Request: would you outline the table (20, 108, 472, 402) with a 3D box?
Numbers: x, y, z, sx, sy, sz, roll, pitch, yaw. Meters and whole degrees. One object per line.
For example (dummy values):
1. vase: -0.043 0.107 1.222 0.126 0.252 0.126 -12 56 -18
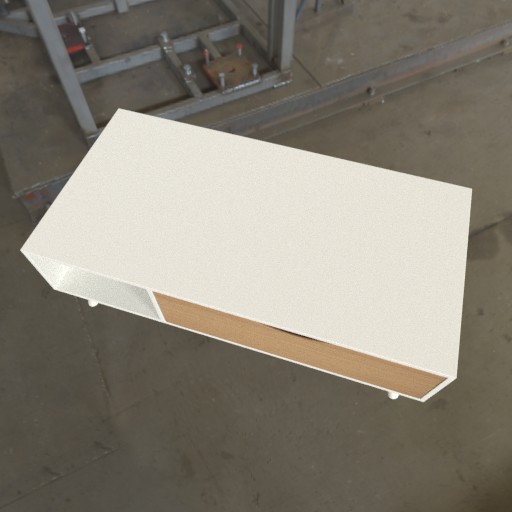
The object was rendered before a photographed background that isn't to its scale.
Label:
1. table: 0.000 0.000 1.483 1.194 0.432 0.609 15 60 9
